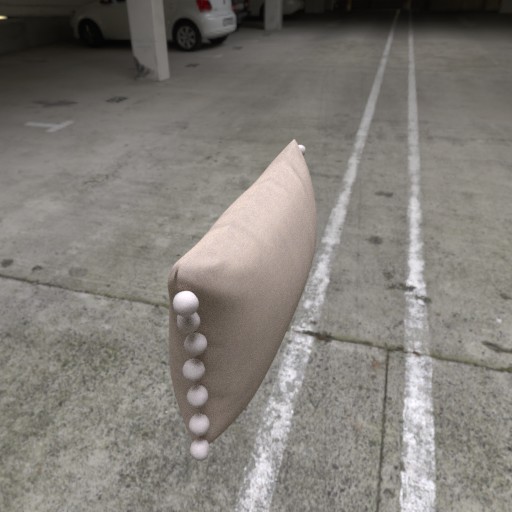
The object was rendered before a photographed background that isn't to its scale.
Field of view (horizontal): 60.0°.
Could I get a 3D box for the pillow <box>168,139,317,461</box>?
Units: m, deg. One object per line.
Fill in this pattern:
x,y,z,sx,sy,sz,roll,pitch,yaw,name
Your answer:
0.000,0.000,0.848,0.201,0.322,0.709,8,30,14,pillow
